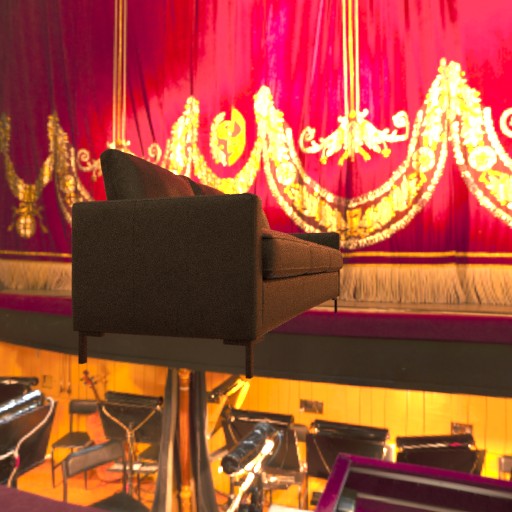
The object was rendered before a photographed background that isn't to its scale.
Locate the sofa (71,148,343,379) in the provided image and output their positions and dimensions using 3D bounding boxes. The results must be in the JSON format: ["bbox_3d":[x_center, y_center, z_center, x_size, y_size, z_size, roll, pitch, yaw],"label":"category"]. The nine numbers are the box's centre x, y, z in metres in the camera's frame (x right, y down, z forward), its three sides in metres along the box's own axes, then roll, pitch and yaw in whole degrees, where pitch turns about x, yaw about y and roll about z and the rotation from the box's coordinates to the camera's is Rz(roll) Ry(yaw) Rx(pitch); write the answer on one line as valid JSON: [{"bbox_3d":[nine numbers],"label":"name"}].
[{"bbox_3d":[0.000,0.000,2.412,0.748,0.805,2.029,0,-1,18],"label":"sofa"}]
